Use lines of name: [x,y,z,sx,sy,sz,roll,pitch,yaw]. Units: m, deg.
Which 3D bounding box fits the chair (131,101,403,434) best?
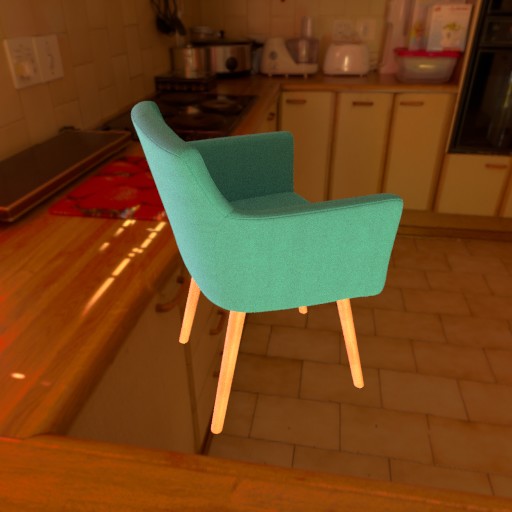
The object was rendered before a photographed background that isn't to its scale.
chair: [0.000,0.000,1.187,0.540,0.780,0.570,-11,32,-18]
